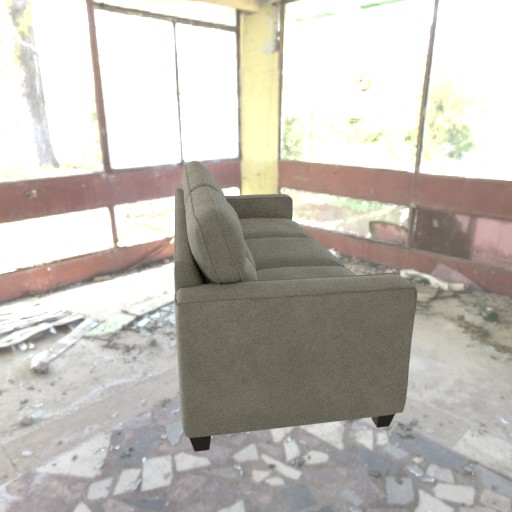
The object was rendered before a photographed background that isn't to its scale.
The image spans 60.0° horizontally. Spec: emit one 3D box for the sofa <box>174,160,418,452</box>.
[{"bbox_3d":[0.000,0.000,2.647,0.939,0.965,2.133,-3,18,-9],"label":"sofa"}]
